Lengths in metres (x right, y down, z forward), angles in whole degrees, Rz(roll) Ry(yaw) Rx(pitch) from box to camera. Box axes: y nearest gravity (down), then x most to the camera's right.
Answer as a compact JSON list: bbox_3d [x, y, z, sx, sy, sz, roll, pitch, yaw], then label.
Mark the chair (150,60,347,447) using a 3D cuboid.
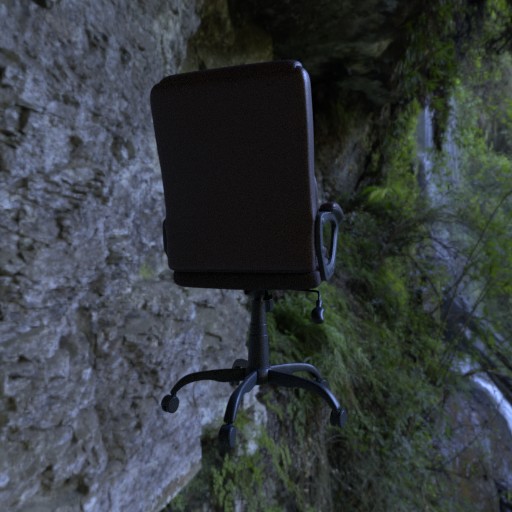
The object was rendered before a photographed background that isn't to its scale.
[{"bbox_3d":[0.000,0.000,1.520,0.615,1.072,0.655,0,0,17],"label":"chair"}]
